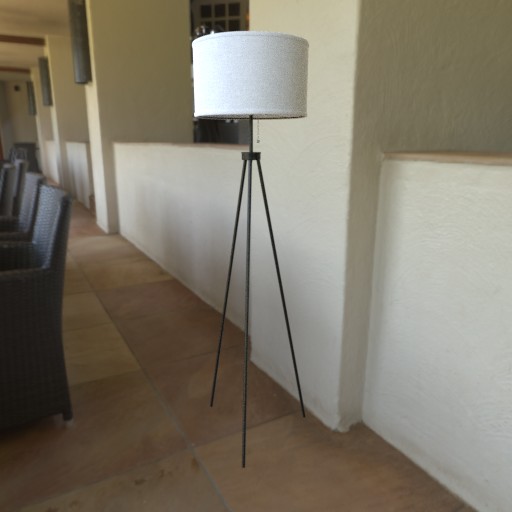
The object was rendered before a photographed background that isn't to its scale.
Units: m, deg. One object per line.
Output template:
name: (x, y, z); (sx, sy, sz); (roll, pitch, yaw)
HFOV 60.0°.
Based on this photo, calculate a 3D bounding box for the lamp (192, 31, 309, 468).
lamp: (0.000, 0.000, 1.771); (0.458, 1.545, 0.448); (-7, 16, -25)
